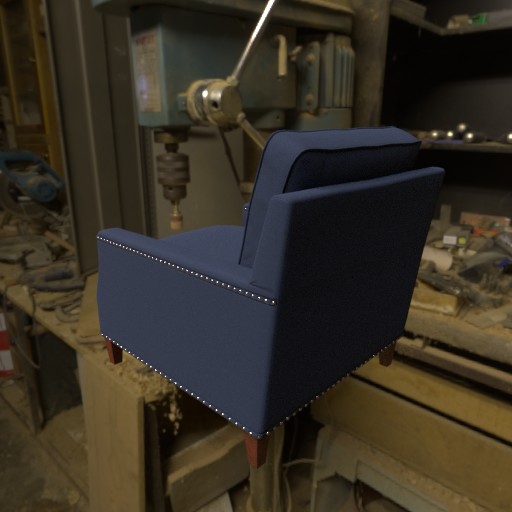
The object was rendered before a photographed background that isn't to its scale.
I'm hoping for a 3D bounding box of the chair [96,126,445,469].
[{"bbox_3d":[0.000,0.000,1.674,1.014,0.943,0.853,16,23,42],"label":"chair"}]
